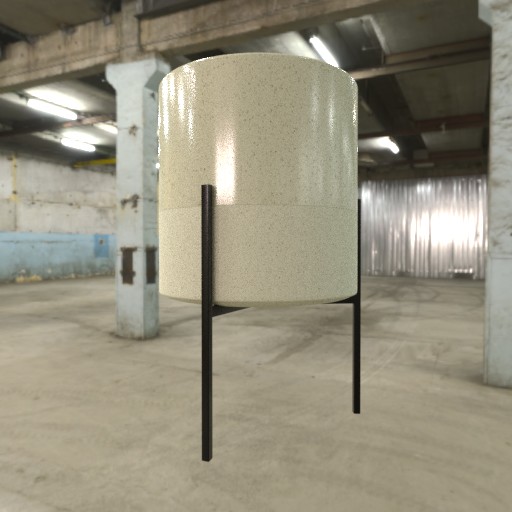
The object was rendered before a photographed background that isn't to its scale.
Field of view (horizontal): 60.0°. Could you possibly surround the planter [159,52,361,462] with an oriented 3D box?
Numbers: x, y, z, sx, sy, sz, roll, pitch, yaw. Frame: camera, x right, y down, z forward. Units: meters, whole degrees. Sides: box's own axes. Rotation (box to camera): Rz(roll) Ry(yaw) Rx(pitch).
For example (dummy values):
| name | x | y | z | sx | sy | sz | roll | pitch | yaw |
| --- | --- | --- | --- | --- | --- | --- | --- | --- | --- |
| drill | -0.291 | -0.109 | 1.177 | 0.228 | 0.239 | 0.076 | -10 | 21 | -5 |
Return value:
| name | x | y | z | sx | sy | sz | roll | pitch | yaw |
| --- | --- | --- | --- | --- | --- | --- | --- | --- | --- |
| planter | 0.000 | 0.000 | 0.540 | 0.234 | 0.390 | 0.243 | -1 | 1 | -35 |
